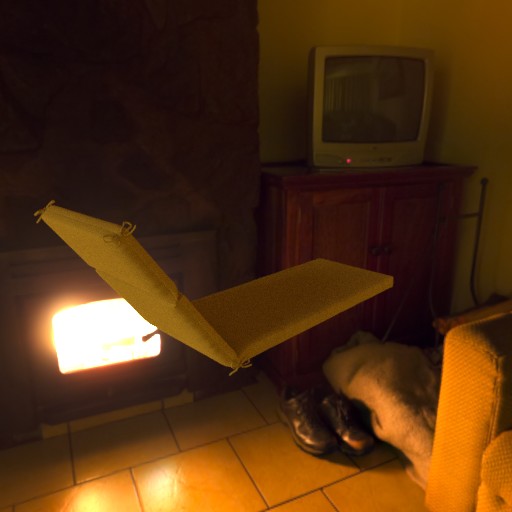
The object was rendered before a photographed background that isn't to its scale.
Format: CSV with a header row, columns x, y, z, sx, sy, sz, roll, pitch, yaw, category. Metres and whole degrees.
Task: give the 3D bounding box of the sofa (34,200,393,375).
x,y,z,sx,sy,sz,roll,pitch,yaw,category
0.000,0.000,1.988,0.582,0.622,1.663,16,23,42,sofa
